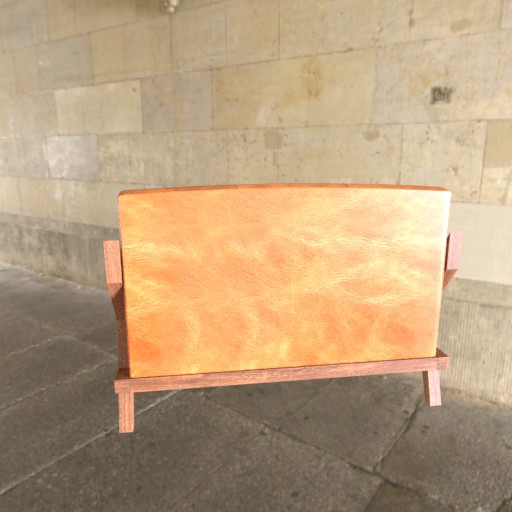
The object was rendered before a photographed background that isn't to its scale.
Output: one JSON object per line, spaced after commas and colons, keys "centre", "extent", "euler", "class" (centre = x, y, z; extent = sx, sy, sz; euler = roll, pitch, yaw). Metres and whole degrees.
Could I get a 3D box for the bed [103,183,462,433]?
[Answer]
{"centre": [0.000, 0.000, 3.188], "extent": [1.651, 1.168, 2.311], "euler": [-2, 13, -8], "class": "bed"}
